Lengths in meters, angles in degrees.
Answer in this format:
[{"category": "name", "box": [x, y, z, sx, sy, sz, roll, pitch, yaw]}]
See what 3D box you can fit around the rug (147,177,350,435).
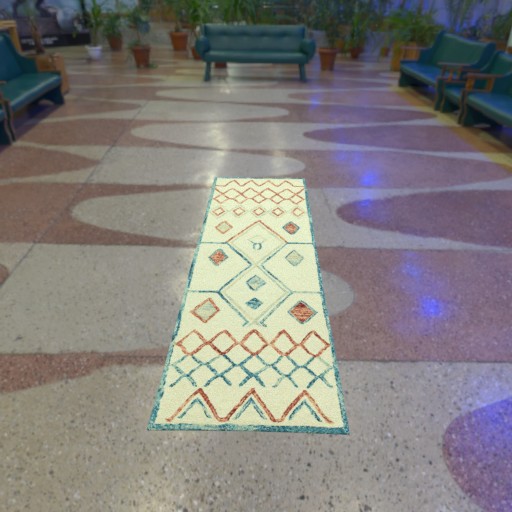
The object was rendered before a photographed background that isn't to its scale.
[{"category": "rug", "box": [0.000, 0.000, 2.662, 0.750, 0.011, 2.435, 1, 32, 1]}]
